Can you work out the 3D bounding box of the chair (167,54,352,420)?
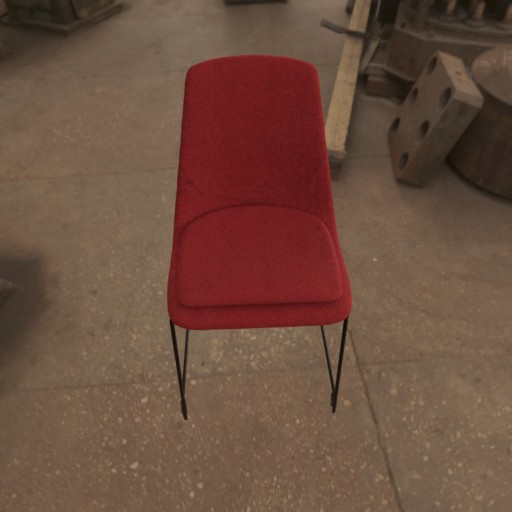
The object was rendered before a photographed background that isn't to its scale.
[{"bbox_3d":[0.000,0.000,1.183,0.479,0.858,0.518,-2,45,-2],"label":"chair"}]
